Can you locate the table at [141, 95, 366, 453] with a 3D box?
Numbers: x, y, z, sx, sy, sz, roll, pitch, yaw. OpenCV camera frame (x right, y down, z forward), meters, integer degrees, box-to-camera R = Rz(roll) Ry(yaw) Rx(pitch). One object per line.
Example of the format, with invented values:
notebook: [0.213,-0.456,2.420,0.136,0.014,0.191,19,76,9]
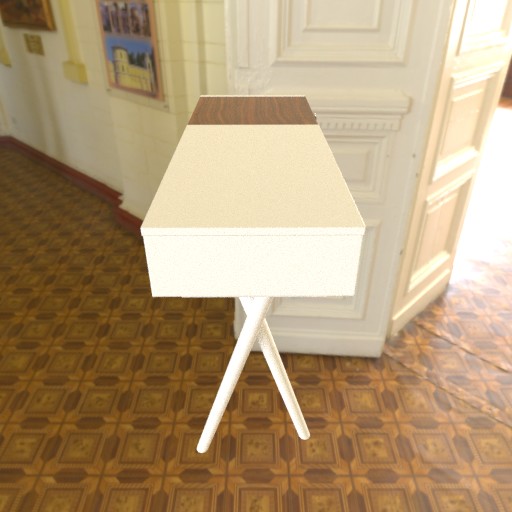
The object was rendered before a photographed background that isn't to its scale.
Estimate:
table: [0.000,0.000,1.448,0.418,0.785,1.066,0,32,0]
